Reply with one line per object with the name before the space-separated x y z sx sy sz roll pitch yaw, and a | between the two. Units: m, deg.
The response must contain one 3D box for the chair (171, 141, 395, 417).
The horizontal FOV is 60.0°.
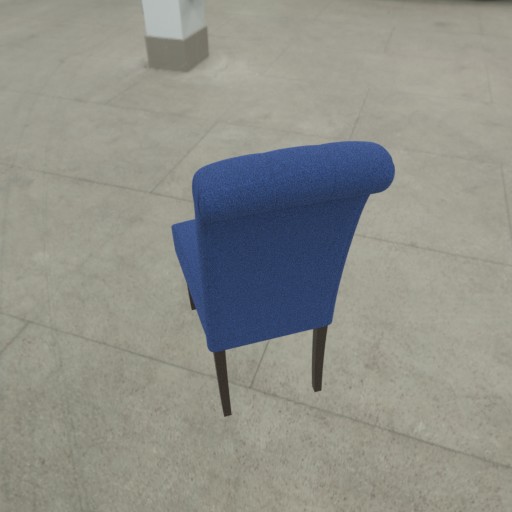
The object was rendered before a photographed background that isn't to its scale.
chair | 0.000 0.000 1.391 0.456 1.006 0.671 -11 43 -12
